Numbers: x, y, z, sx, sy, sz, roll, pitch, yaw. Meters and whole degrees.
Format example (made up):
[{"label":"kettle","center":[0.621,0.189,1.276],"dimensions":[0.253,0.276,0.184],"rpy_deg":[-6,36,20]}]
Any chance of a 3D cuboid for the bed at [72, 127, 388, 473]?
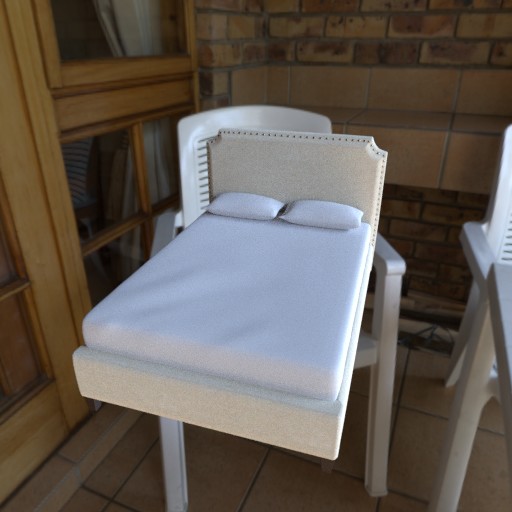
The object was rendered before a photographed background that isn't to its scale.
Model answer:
[{"label":"bed","center":[0.000,0.000,3.427],"dimensions":[1.713,1.457,2.381],"rpy_deg":[8,28,16]}]
